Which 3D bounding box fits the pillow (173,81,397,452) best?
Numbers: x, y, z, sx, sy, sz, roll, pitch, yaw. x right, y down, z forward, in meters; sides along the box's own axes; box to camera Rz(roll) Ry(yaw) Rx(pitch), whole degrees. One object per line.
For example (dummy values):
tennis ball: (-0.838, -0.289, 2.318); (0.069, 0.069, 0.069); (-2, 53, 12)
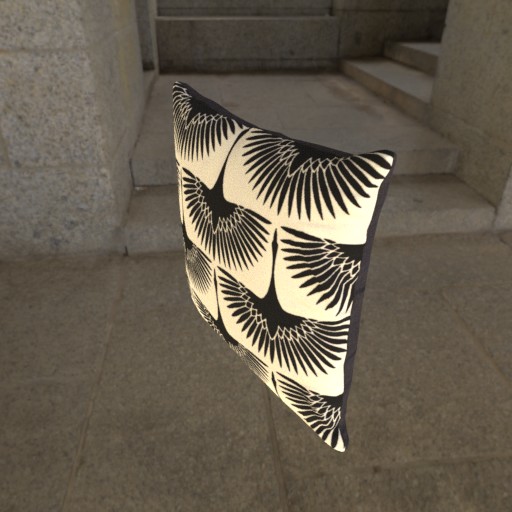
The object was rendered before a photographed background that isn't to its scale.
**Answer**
pillow: (0.000, 0.000, 0.660); (0.139, 0.432, 0.432); (-21, 37, -30)
